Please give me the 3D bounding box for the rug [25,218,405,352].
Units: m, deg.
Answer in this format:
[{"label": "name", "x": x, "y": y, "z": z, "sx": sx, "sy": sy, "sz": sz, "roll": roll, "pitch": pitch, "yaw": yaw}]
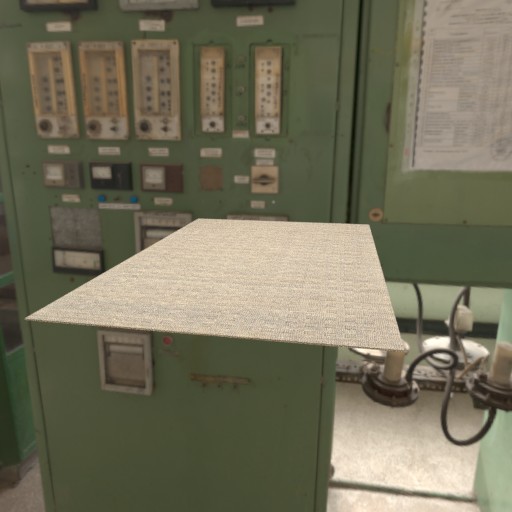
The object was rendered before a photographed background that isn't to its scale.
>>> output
[{"label": "rug", "x": 0.000, "y": 0.000, "z": 2.115, "sx": 1.142, "sy": 0.006, "sz": 1.752, "roll": 3, "pitch": 16, "yaw": 10}]
